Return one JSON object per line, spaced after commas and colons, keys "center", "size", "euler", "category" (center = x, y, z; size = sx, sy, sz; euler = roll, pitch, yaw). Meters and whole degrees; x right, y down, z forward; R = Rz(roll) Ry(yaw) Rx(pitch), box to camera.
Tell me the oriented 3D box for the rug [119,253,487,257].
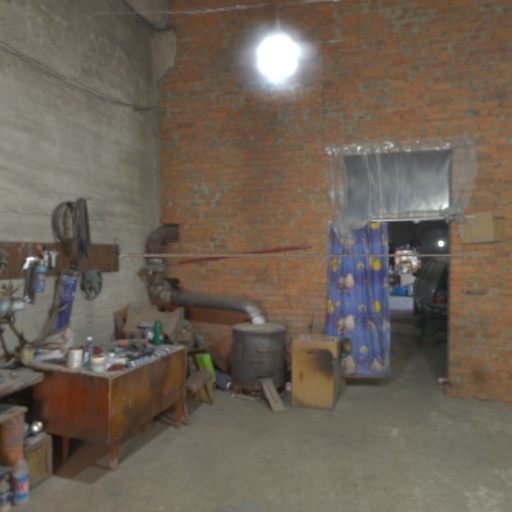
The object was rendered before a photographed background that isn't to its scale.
{"center": [0.000, 0.000, 4.178], "size": [2.451, 0.011, 3.072], "euler": [0, 0, -17], "category": "rug"}
